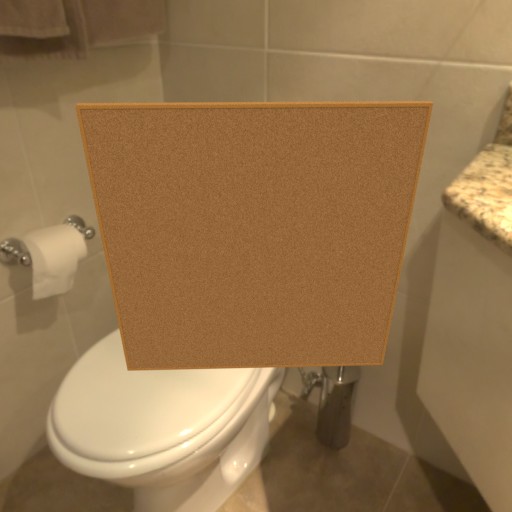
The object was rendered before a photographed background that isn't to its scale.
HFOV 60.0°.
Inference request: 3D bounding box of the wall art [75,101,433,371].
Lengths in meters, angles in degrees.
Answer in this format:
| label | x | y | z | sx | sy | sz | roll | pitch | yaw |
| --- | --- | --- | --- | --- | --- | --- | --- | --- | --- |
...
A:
| label | x | y | z | sx | sy | sz | roll | pitch | yaw |
| --- | --- | --- | --- | --- | --- | --- | --- | --- | --- |
| wall art | 0.000 | 0.000 | 0.684 | 0.457 | 0.455 | 0.013 | -1 | 30 | -2 |
